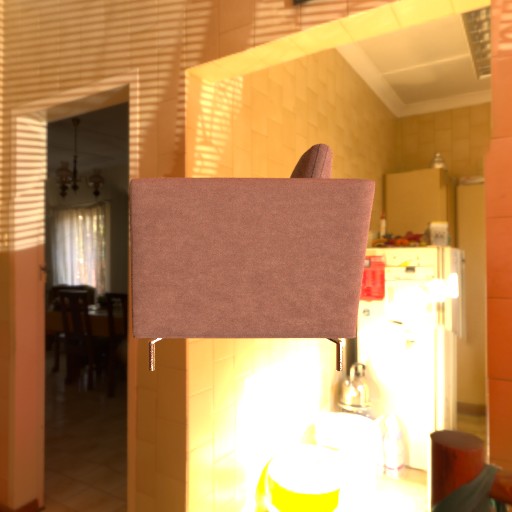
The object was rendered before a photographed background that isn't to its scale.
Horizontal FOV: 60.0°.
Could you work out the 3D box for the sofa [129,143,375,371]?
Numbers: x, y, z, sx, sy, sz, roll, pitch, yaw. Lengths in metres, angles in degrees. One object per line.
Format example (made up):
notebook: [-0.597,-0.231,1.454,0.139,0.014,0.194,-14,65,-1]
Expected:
sofa: [0.000,0.000,2.597,0.889,0.864,2.121,0,-1,1]
